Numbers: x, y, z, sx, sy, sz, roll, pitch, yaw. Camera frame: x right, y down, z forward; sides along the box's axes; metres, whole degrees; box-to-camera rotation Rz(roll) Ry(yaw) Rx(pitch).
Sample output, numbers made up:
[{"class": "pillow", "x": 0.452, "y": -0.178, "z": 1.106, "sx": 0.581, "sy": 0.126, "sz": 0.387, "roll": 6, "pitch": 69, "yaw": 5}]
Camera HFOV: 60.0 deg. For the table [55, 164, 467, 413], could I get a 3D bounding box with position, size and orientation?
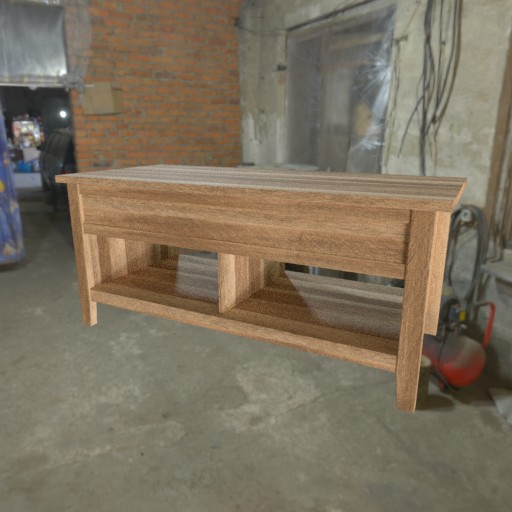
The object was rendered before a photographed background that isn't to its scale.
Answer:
[{"class": "table", "x": 0.000, "y": 0.000, "z": 1.354, "sx": 1.095, "sy": 0.480, "sz": 0.493, "roll": 8, "pitch": 18, "yaw": 26}]
